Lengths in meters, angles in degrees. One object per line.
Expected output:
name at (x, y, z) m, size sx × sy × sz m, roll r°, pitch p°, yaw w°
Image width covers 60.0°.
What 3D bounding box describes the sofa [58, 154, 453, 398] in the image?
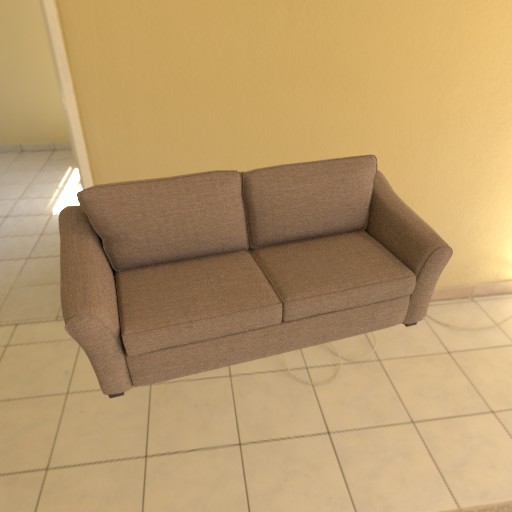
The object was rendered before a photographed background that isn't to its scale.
sofa at (0.000, 0.000, 2.806) m, size 2.270 × 0.965 × 0.980 m, roll -10°, pitch 33°, yaw -16°
